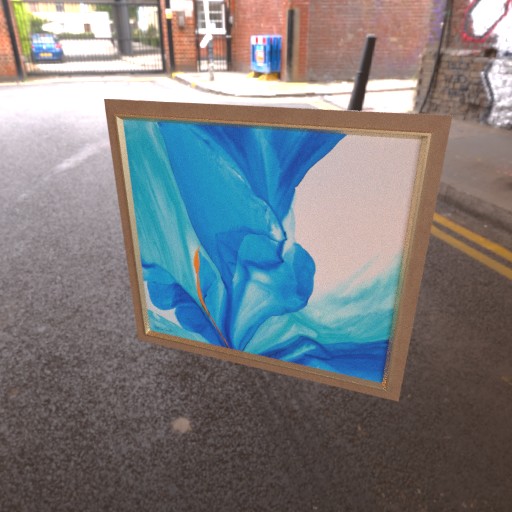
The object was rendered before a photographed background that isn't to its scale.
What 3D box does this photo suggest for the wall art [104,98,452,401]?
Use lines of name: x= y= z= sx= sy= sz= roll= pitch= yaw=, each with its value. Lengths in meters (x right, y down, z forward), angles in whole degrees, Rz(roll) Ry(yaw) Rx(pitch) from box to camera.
wall art: x=0.000 y=0.000 z=1.653 sx=1.168 sy=1.067 sz=0.025 roll=9 pitch=28 yaw=18
